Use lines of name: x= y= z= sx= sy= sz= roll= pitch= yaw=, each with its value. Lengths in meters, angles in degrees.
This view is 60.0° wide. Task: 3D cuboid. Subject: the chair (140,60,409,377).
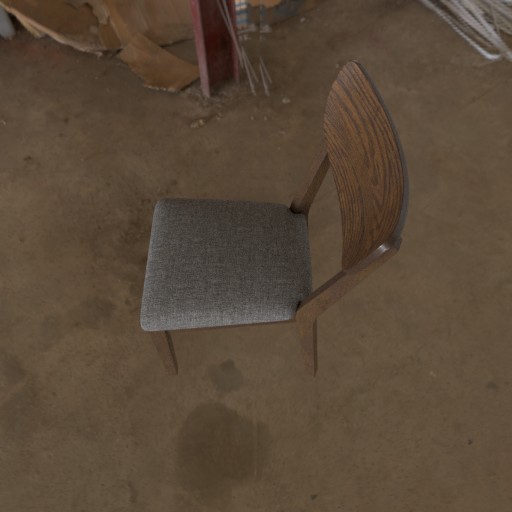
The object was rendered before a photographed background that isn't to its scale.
chair: x=0.000 y=0.000 z=1.192 sx=0.583 sy=0.849 sz=0.491 roll=-1 pitch=59 yaw=0
